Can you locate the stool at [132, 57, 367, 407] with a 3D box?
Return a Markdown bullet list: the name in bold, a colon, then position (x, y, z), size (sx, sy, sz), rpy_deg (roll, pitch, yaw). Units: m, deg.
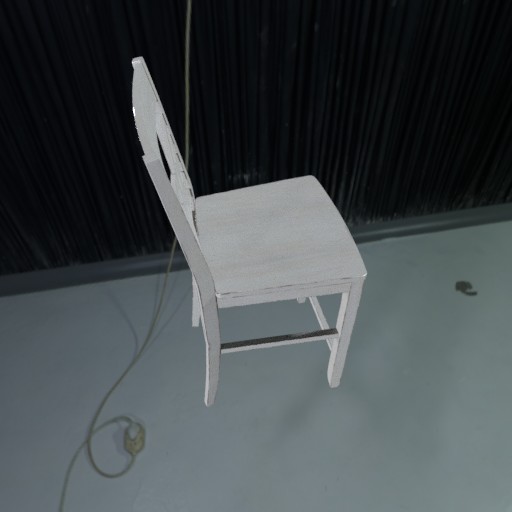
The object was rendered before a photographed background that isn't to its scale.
- **stool**: position (0.000, 0.000, 1.367), size (0.539, 1.079, 0.462), rpy_deg (-10, 47, -9)
